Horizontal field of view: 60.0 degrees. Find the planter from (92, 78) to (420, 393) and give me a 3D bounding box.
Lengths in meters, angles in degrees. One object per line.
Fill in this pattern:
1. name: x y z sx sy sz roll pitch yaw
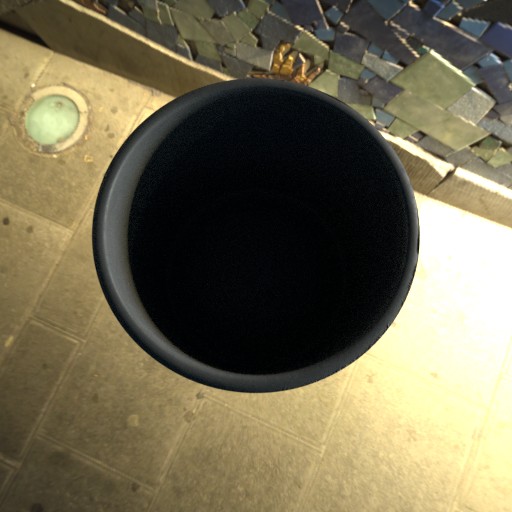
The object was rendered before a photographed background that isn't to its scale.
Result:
1. planter: 0.000 0.000 0.395 0.226 0.201 0.226 0 77 0
